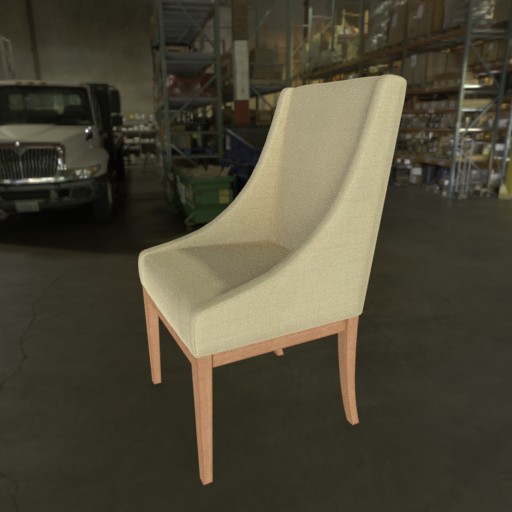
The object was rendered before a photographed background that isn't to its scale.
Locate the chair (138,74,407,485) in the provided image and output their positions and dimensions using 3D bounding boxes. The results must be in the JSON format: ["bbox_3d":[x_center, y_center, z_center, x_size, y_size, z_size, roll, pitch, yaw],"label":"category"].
[{"bbox_3d":[0.000,0.000,1.363,0.611,1.021,0.575,-8,19,-25],"label":"chair"}]
